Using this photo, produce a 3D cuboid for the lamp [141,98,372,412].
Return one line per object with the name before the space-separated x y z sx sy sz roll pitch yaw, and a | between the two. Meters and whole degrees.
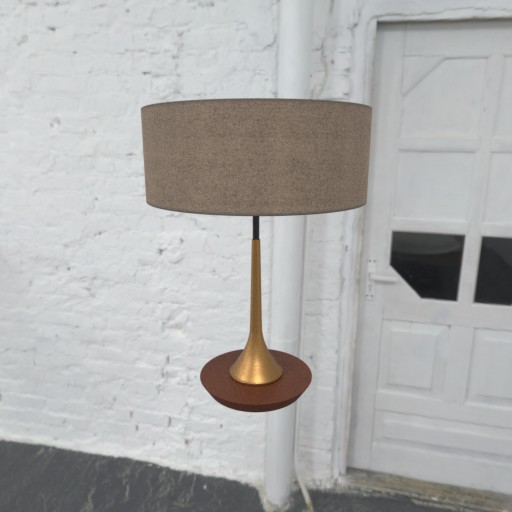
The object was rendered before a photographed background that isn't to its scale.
lamp | 0.000 0.000 0.848 0.396 0.551 0.417 -2 14 -10
